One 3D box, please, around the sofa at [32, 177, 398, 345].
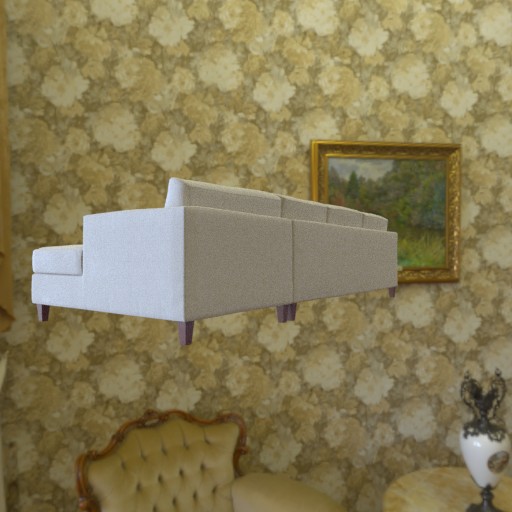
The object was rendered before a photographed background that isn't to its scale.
[{"bbox_3d":[0.000,0.000,4.183,1.599,0.954,3.471,0,0,36],"label":"sofa"}]
